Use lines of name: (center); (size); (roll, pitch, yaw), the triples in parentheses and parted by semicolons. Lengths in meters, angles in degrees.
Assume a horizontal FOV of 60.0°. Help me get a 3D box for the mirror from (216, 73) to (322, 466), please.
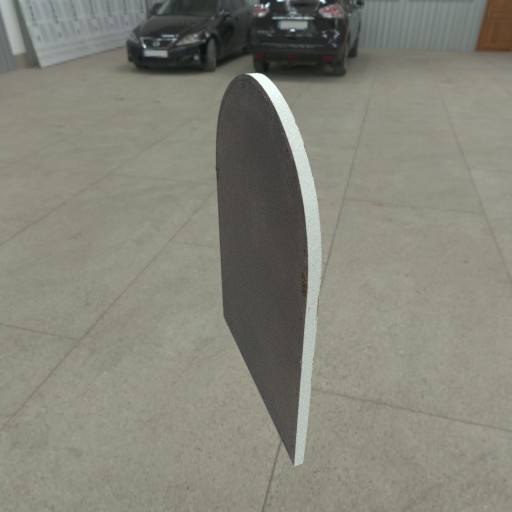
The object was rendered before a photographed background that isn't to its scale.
mirror: (0.000, 0.000, 1.199); (0.032, 0.920, 0.660); (-11, 33, -17)
